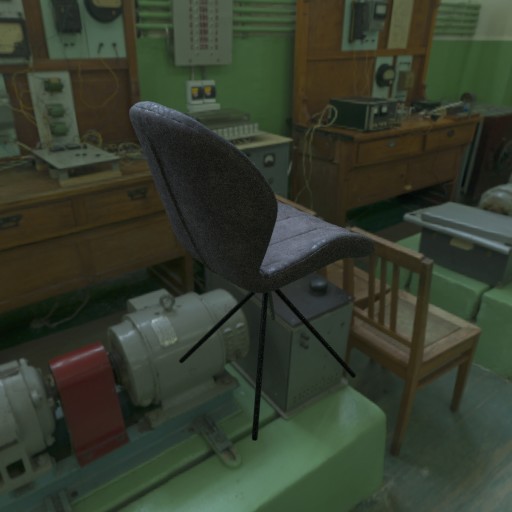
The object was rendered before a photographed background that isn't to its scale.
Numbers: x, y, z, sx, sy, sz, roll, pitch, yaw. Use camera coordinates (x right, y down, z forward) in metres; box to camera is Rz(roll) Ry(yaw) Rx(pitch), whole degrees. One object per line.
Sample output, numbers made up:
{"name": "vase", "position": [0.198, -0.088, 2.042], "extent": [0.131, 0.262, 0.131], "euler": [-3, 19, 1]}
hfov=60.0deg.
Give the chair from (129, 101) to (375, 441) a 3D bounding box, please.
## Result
{"name": "chair", "position": [0.000, 0.000, 1.340], "extent": [0.640, 0.934, 0.527], "euler": [-19, 33, -33]}
